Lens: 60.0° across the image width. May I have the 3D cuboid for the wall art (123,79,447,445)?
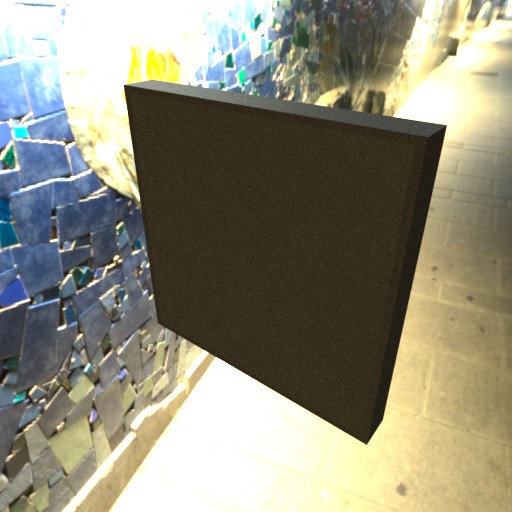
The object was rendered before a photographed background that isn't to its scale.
[{"bbox_3d":[0.000,0.000,0.450,0.304,0.303,0.038,22,37,32],"label":"wall art"}]
